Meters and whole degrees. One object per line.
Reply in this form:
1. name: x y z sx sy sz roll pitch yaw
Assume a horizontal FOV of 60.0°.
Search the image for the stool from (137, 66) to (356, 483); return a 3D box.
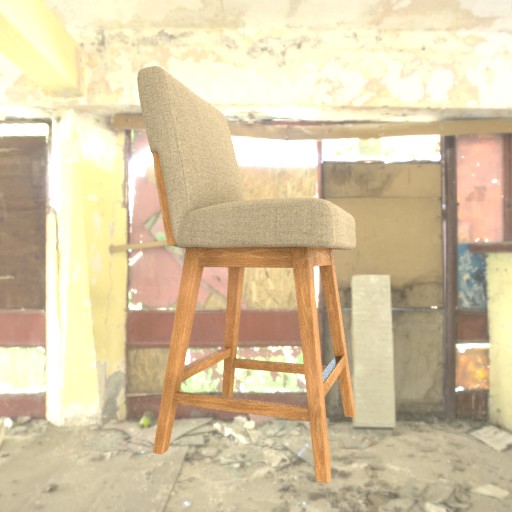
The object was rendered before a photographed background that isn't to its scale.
1. stool: 0.000 0.000 1.282 0.526 1.010 0.459 0 0 20
